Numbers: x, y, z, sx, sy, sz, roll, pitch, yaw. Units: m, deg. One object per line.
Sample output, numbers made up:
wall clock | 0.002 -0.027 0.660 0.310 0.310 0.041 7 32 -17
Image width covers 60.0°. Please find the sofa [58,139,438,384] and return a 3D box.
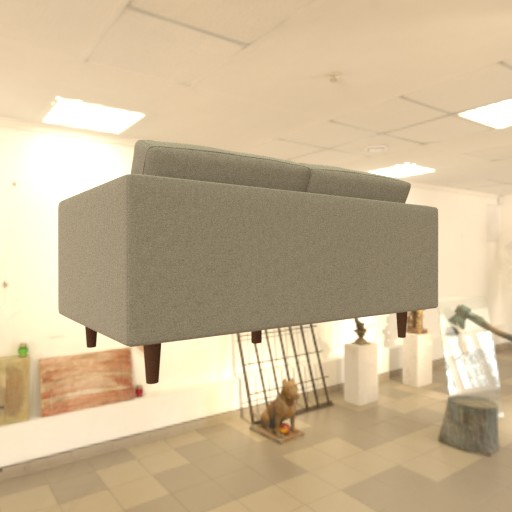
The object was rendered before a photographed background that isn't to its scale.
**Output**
sofa | 0.000 0.000 2.301 1.731 0.900 1.000 0 0 -36
